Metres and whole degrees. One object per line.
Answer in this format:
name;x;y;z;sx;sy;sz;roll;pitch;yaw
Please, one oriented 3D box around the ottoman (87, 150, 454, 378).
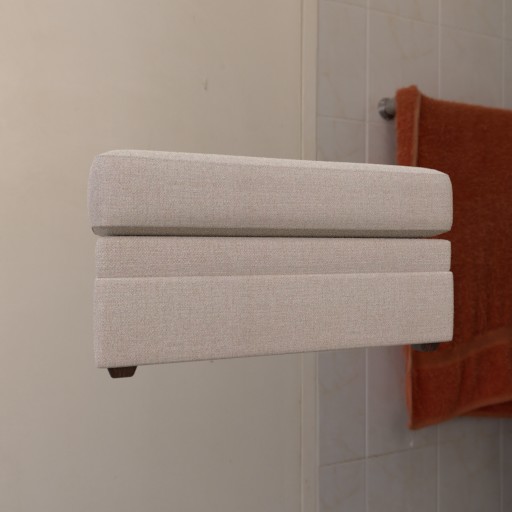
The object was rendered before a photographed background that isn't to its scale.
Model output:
ottoman;0.000;0.000;1.259;0.885;0.478;0.637;0;1;-18
